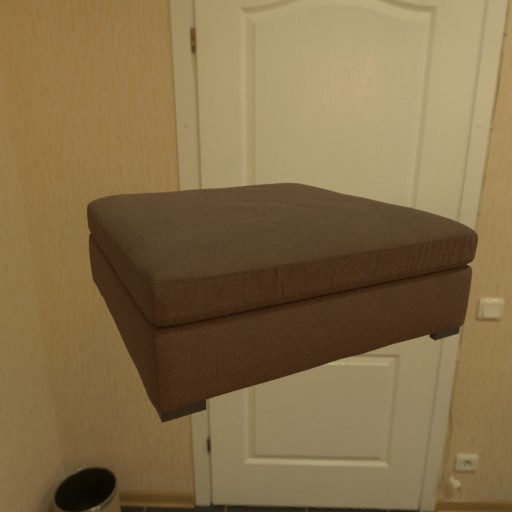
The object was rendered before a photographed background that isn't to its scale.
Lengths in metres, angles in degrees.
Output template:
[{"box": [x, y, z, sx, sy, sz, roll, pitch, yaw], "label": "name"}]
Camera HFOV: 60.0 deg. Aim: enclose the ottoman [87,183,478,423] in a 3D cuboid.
[{"box": [0.000, 0.000, 1.819, 1.181, 0.470, 1.181, -8, 19, -26], "label": "ottoman"}]
